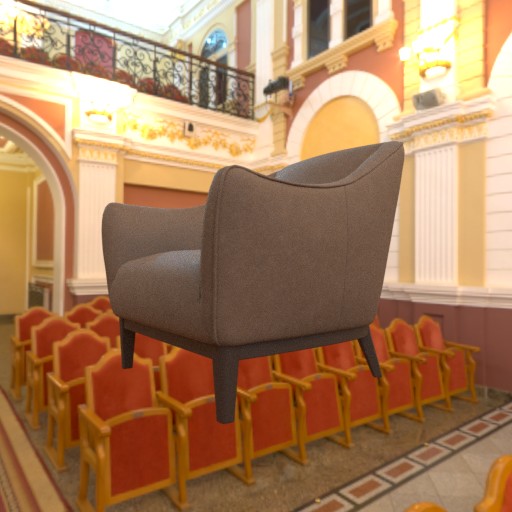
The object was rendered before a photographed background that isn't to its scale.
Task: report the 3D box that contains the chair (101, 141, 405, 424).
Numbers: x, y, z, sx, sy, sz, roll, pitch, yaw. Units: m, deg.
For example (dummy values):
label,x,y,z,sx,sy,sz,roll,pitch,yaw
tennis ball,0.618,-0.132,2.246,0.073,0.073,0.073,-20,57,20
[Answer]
label,x,y,z,sx,sy,sz,roll,pitch,yaw
chair,0.000,0.000,1.581,0.852,0.830,0.871,0,-1,-37
